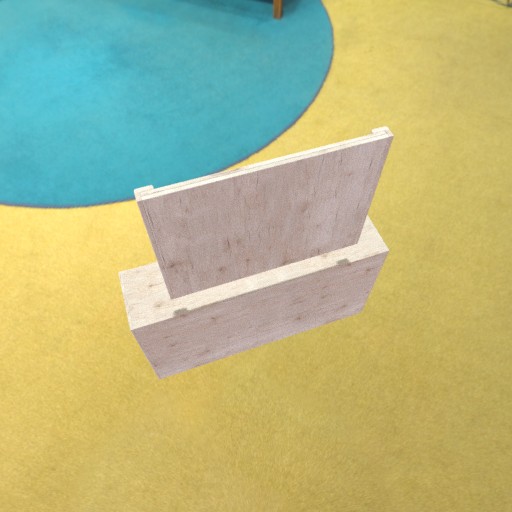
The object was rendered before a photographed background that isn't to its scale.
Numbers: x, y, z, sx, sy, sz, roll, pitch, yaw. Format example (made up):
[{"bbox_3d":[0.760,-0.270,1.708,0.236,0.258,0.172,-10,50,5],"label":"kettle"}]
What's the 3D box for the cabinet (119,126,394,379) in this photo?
[{"bbox_3d":[0.000,0.000,2.796,1.700,1.981,0.420,-16,59,-10],"label":"cabinet"}]
